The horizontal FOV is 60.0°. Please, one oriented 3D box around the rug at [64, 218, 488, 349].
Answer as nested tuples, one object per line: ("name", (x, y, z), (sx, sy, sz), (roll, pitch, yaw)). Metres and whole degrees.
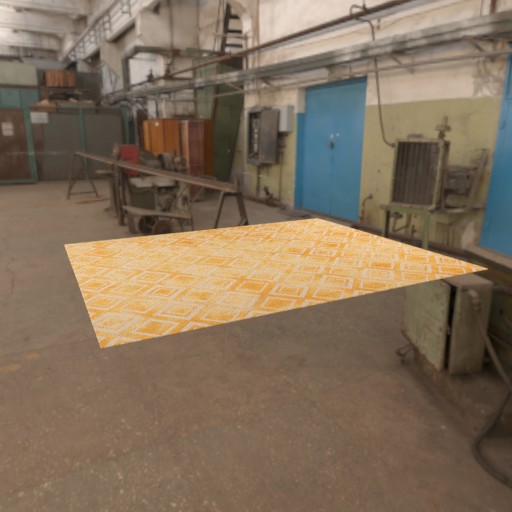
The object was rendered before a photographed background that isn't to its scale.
("rug", (0.000, 0.000, 4.006), (3.037, 0.011, 2.433), (-8, 18, -26))
